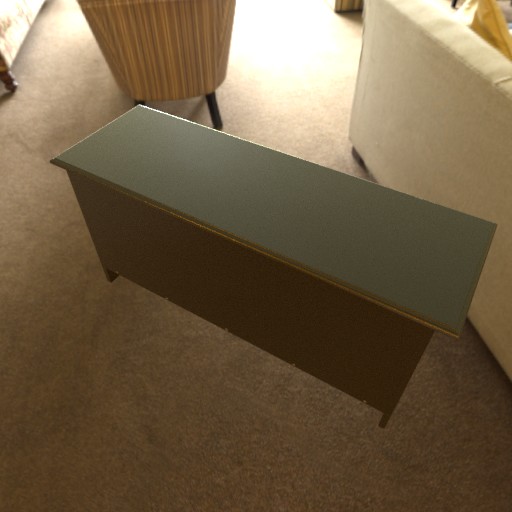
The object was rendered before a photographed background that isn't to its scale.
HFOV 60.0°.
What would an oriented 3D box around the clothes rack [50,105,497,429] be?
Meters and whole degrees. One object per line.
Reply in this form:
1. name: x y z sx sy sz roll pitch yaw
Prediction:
1. clothes rack: 0.000 0.000 1.439 1.219 0.556 0.406 24 51 21
